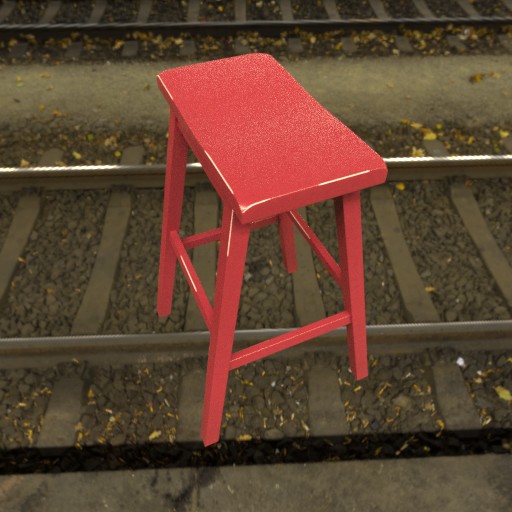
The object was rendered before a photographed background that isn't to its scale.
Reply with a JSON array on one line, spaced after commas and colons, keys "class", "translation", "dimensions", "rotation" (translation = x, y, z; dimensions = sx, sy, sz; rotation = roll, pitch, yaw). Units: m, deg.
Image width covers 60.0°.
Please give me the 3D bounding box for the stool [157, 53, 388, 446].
[{"class": "stool", "translation": [0.000, 0.000, 1.037], "dimensions": [0.476, 0.737, 0.457], "rotation": [-18, 50, -16]}]
